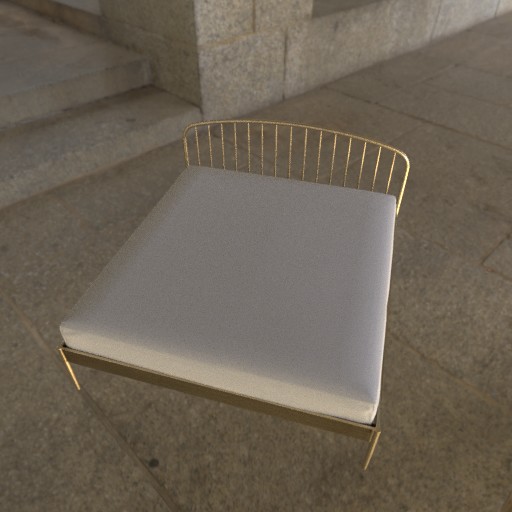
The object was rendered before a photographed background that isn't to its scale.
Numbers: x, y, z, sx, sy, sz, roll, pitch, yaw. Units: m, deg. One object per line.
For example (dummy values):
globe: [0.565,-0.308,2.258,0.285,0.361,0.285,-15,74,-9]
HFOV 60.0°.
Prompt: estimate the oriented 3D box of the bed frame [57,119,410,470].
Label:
bed frame: [0.000,0.000,3.291,2.016,1.174,2.152,11,42,12]
